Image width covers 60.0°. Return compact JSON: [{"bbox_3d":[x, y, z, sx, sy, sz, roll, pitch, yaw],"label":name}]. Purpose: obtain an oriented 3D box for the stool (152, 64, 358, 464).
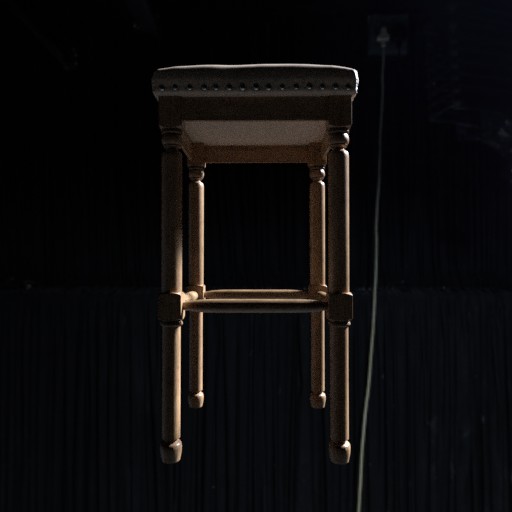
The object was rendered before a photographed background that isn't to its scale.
[{"bbox_3d":[0.000,0.000,0.991,0.382,0.768,0.383,0,-1,1],"label":"stool"}]
